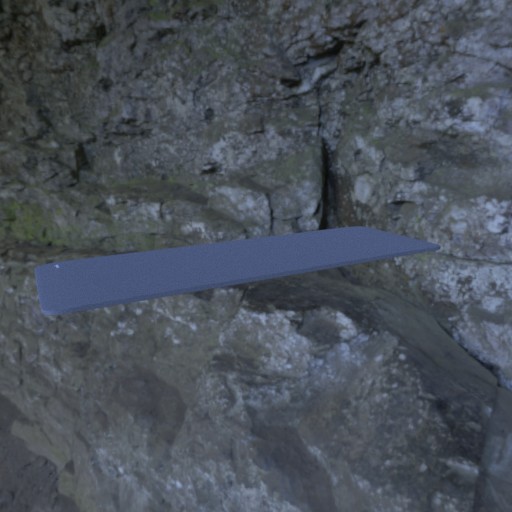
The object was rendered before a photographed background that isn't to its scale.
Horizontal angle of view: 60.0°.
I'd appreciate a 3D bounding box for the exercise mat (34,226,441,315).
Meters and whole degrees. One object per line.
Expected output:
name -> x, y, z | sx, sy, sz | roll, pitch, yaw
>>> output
exercise mat -> 0.000, 0.000, 2.105 | 1.884, 0.021, 0.616 | -8, 17, -27
